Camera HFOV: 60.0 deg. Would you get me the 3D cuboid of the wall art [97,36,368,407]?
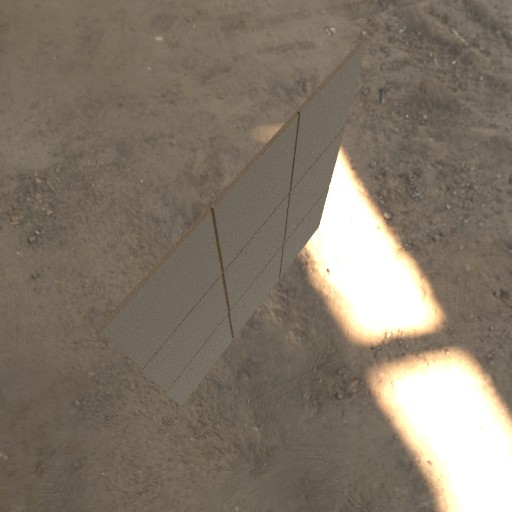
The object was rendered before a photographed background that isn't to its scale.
[{"bbox_3d":[0.000,0.000,1.332,0.010,0.917,0.919,33,68,15],"label":"wall art"}]
